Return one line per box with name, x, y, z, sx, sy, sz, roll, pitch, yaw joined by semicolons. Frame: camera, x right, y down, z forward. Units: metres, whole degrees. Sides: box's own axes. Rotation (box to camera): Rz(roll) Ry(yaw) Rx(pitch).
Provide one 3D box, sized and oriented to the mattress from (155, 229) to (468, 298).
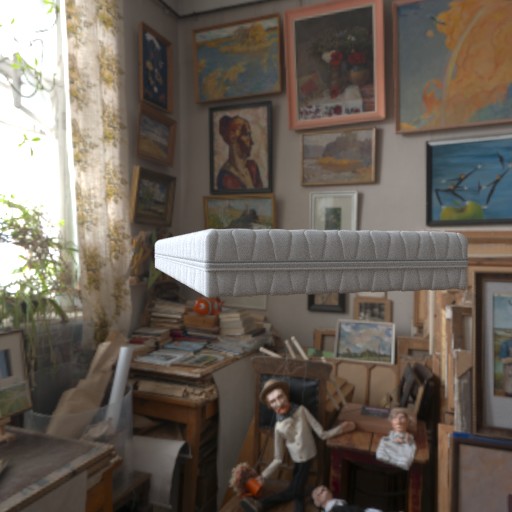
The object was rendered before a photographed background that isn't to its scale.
mattress;0.000;0.000;2.318;0.900;0.200;2.000;0;1;-17
